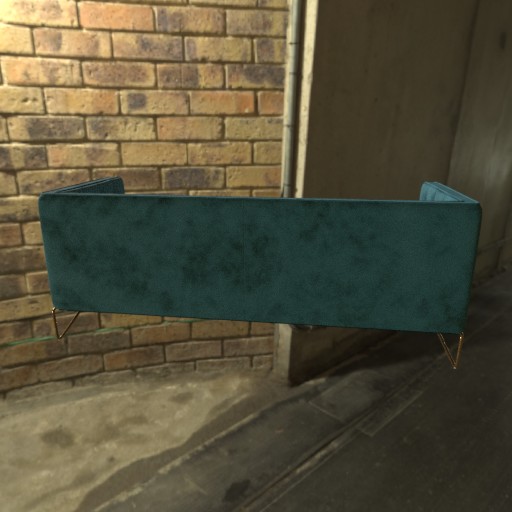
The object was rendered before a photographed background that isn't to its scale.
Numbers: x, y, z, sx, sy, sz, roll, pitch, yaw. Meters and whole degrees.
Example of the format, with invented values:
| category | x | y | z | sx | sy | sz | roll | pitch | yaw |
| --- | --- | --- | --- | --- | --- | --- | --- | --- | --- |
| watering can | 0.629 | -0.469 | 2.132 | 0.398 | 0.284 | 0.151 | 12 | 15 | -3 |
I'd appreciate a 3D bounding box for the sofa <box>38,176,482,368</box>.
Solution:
| category | x | y | z | sx | sy | sz | roll | pitch | yaw |
| --- | --- | --- | --- | --- | --- | --- | --- | --- | --- |
| sofa | 0.000 | 0.000 | 2.505 | 2.087 | 0.789 | 0.867 | 2 | 17 | 8 |
